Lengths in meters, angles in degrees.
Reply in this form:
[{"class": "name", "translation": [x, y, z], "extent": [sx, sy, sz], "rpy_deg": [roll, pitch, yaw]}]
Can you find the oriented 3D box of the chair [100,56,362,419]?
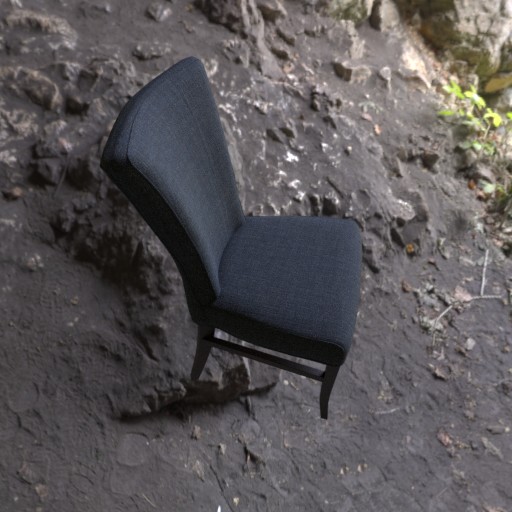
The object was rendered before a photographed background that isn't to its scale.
[{"class": "chair", "translation": [0.000, 0.000, 1.371], "extent": [0.660, 0.991, 0.520], "rpy_deg": [9, 48, 9]}]
